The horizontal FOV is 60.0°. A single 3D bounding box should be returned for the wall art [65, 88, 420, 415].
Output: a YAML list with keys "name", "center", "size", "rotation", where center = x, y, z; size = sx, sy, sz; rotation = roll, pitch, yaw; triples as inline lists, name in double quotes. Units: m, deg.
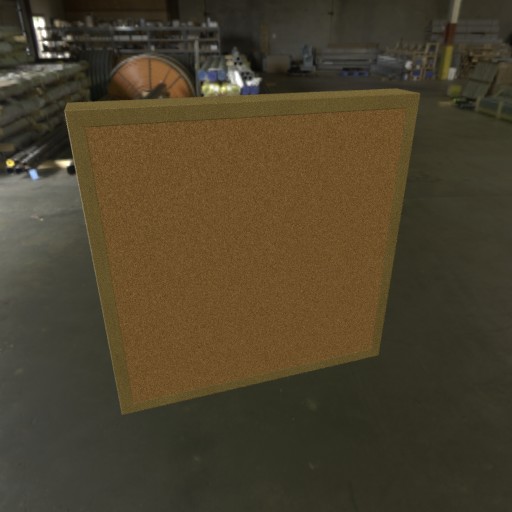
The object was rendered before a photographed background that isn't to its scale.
- name: "wall art"
  center: [0.000, 0.000, 0.449]
  size: [0.305, 0.305, 0.038]
  rotation: [-8, 28, -16]
